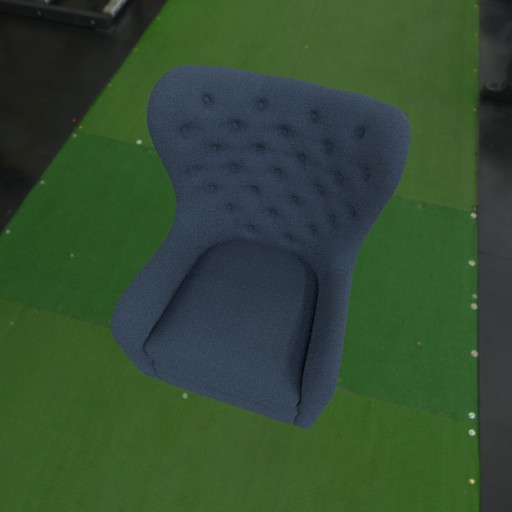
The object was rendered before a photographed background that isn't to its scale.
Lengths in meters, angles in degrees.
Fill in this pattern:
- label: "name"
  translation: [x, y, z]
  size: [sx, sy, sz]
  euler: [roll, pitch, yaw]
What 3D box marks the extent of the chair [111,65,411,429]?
- label: "chair"
  translation: [0.000, 0.000, 1.708]
  size: [0.831, 1.079, 0.930]
  euler: [15, 59, 9]
